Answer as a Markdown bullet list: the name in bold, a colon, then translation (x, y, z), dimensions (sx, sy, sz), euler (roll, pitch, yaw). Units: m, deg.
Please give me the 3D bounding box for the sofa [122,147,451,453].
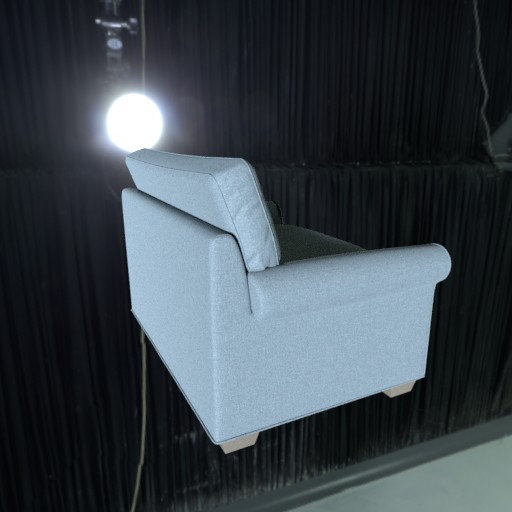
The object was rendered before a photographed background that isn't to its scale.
- **sofa**: translation (0.000, 0.000, 2.045), dimensions (0.940, 0.953, 1.410), euler (-8, 17, -26)
